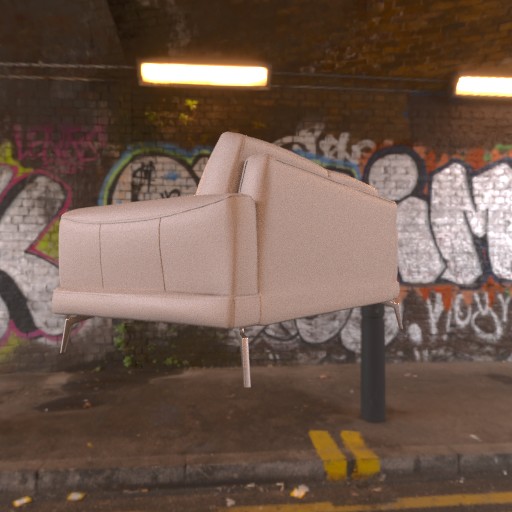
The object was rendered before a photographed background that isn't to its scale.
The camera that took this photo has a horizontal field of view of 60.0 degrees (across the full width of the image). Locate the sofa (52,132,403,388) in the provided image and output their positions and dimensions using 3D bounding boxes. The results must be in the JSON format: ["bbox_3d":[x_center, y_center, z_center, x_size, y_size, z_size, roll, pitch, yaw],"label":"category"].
[{"bbox_3d":[0.000,0.000,2.465,1.121,0.930,1.819,-1,-2,35],"label":"sofa"}]
